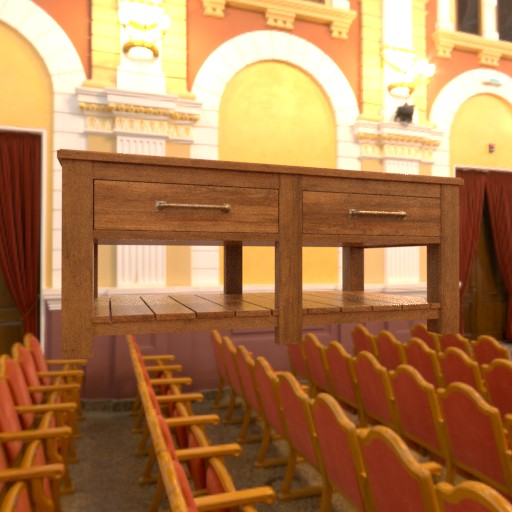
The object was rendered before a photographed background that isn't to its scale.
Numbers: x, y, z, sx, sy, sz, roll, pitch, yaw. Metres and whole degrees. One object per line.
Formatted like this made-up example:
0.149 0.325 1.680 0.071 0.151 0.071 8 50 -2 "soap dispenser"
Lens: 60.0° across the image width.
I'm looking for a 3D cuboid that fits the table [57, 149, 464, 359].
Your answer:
0.000 0.000 1.467 1.150 0.480 0.635 0 -1 -18 "table"
